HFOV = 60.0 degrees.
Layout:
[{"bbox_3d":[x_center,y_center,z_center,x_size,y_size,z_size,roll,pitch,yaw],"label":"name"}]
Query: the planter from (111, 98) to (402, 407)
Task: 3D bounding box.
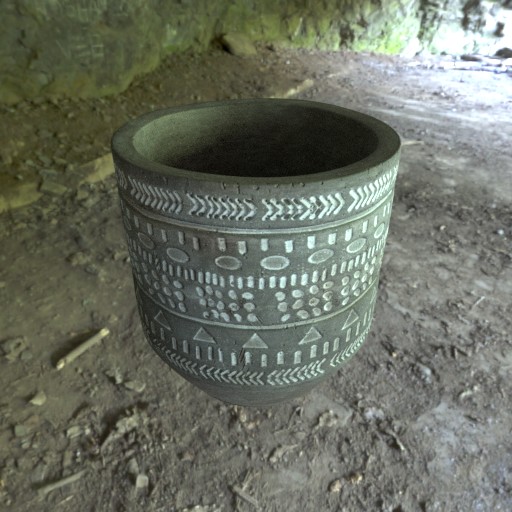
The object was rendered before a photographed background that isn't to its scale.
[{"bbox_3d":[0.000,0.000,0.261,0.142,0.149,0.142,0,32,0],"label":"planter"}]
